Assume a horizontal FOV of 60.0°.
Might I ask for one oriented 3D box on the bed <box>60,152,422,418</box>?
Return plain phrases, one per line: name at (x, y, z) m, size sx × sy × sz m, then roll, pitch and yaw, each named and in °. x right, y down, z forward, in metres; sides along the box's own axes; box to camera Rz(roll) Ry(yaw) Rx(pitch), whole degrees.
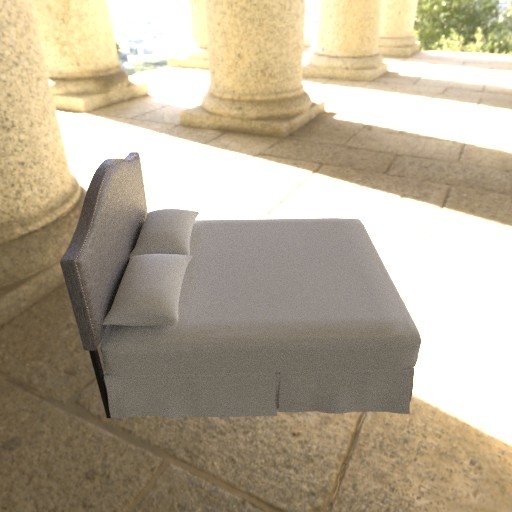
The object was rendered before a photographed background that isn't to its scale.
bed at (0.000, 0.000, 2.987) m, size 1.870 × 1.295 × 1.610 m, roll -1°, pitch 32°, yaw -2°
